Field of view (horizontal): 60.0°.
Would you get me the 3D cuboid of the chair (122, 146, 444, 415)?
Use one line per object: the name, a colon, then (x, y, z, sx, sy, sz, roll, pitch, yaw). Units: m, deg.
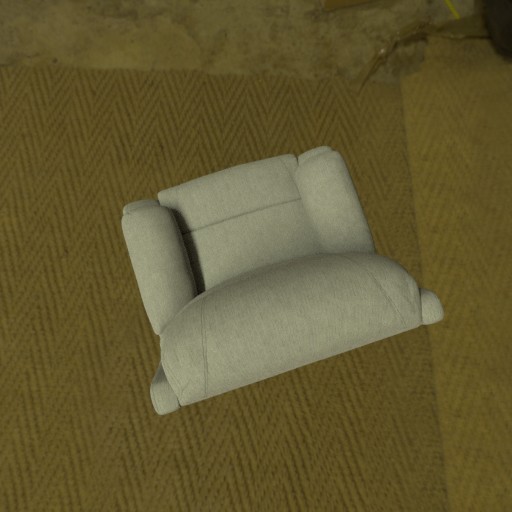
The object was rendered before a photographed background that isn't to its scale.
chair: (0.000, 0.000, 1.730, 0.930, 1.011, 0.899, -17, 75, -5)
